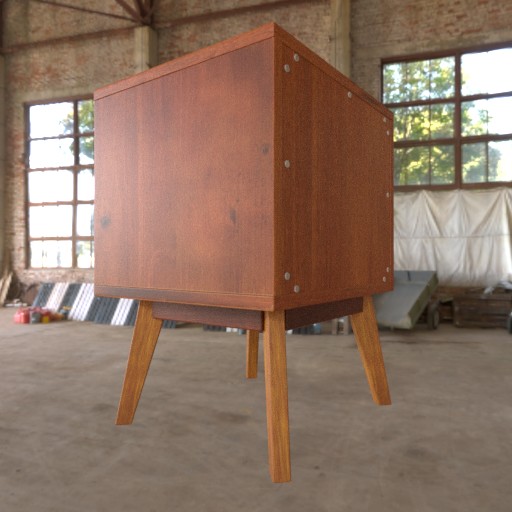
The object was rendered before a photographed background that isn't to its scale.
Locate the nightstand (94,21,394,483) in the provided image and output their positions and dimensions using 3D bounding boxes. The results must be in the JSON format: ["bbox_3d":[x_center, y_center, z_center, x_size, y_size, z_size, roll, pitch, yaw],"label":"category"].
[{"bbox_3d":[0.000,0.000,0.887,0.411,0.618,0.460,0,0,36],"label":"nightstand"}]
